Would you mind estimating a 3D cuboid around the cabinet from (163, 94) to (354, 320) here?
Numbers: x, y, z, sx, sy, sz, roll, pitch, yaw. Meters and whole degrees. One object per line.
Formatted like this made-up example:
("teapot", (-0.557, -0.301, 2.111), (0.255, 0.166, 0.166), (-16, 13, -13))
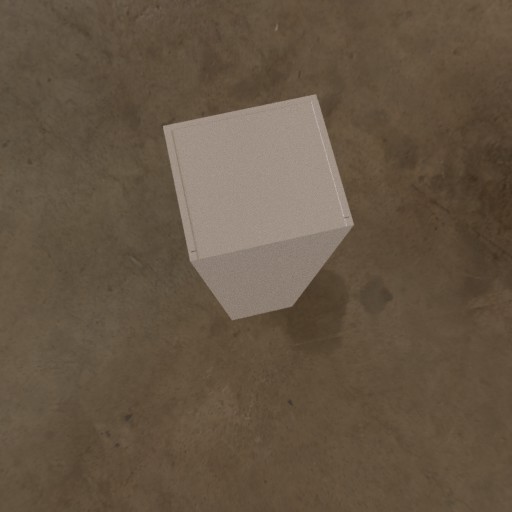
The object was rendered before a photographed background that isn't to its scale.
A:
("cabinet", (0.000, 0.000, 1.502), (0.300, 1.400, 0.269), (-13, 78, -3))
